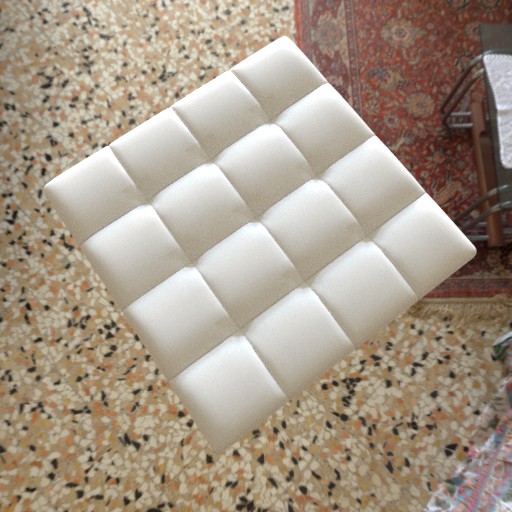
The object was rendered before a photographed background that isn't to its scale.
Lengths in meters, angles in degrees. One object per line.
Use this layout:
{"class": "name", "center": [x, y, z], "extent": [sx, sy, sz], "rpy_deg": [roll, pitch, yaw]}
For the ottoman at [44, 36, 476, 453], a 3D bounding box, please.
{"class": "ottoman", "center": [0.000, 0.000, 0.787], "extent": [0.425, 0.432, 0.425], "rpy_deg": [-35, 78, -9]}
